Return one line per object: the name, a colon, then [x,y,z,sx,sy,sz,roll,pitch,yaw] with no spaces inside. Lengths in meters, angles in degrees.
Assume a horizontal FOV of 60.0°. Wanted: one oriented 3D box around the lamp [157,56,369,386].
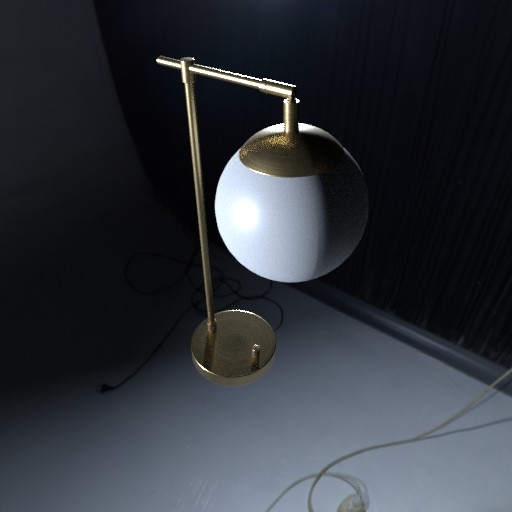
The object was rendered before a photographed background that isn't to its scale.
lamp: [0.000,0.000,0.706,0.324,0.559,0.207,25,46,27]
